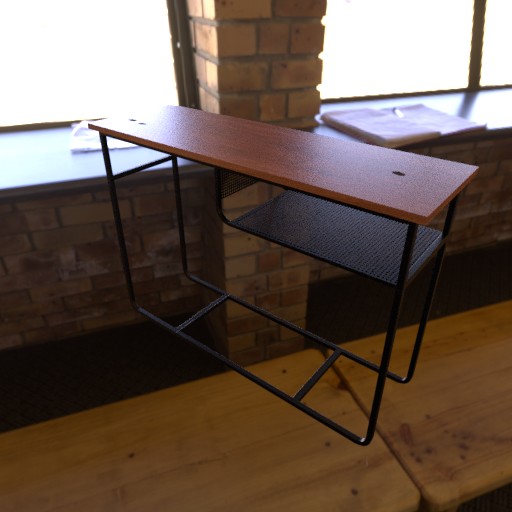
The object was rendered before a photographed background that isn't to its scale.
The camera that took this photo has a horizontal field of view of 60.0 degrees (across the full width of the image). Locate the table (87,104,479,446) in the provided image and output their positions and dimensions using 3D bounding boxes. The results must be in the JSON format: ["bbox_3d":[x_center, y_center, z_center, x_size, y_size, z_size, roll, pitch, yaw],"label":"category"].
[{"bbox_3d":[0.000,0.000,1.440,1.100,0.750,0.350,22,38,32],"label":"table"}]
